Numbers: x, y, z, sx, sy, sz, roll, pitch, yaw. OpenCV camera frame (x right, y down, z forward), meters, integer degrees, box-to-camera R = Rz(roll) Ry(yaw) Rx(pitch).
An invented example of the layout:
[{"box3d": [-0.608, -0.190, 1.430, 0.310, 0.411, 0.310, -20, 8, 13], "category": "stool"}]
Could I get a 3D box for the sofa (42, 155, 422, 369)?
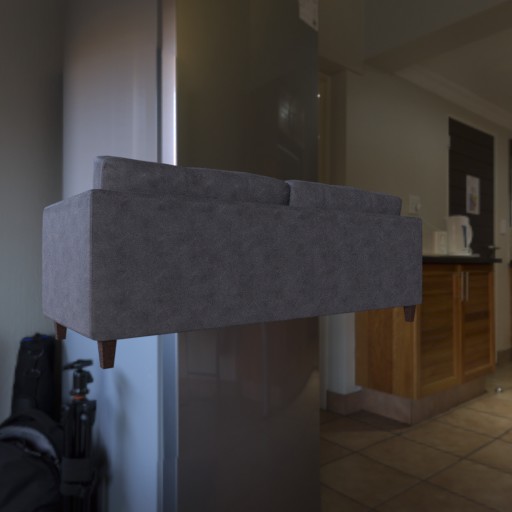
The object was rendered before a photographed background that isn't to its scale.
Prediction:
[{"box3d": [0.000, 0.000, 2.924, 2.434, 0.965, 0.951, 0, 0, -37], "category": "sofa"}]
